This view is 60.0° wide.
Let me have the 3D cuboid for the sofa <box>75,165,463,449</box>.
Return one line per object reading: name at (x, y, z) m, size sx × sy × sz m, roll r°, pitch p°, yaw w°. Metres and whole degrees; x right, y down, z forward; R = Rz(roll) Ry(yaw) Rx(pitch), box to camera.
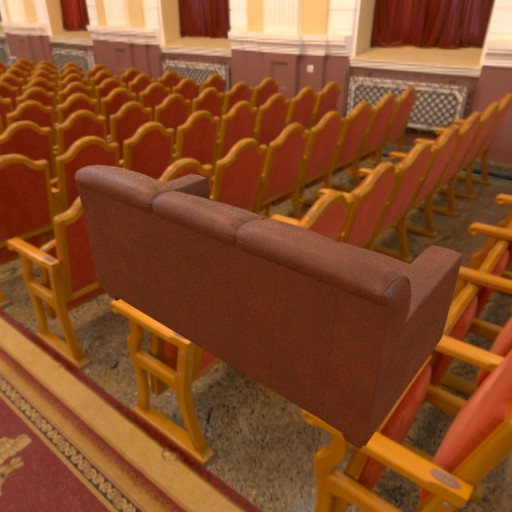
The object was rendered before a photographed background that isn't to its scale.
sofa at (0.000, 0.000, 2.593) m, size 2.039 × 0.953 × 1.008 m, roll 22°, pitch 36°, yaw 34°
